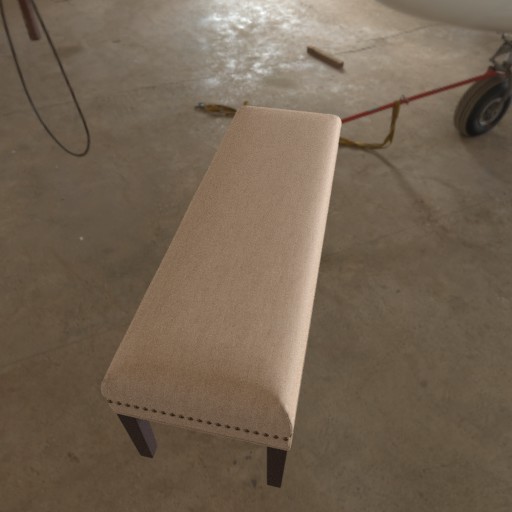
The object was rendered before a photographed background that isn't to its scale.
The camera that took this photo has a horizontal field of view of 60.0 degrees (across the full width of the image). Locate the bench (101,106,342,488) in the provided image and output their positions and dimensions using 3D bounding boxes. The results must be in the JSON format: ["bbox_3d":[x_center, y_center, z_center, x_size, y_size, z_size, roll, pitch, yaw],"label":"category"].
[{"bbox_3d":[0.000,0.000,1.428,0.410,0.457,1.219,9,47,8],"label":"bench"}]
